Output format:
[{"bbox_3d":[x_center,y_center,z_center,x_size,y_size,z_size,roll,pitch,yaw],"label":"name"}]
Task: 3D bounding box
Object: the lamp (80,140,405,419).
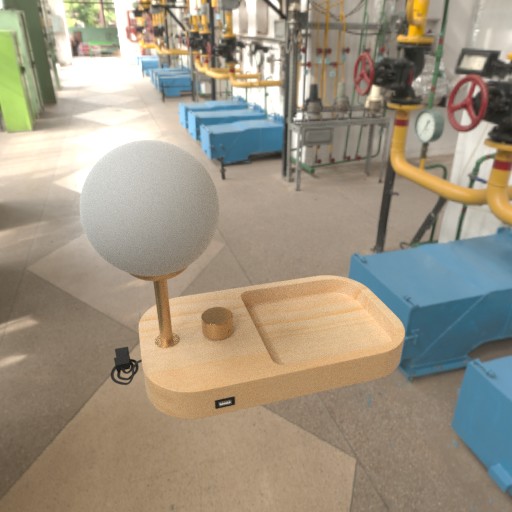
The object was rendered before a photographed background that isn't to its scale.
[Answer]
[{"bbox_3d":[0.000,0.000,0.468,0.331,0.253,0.173,-8,28,-15],"label":"lamp"}]
